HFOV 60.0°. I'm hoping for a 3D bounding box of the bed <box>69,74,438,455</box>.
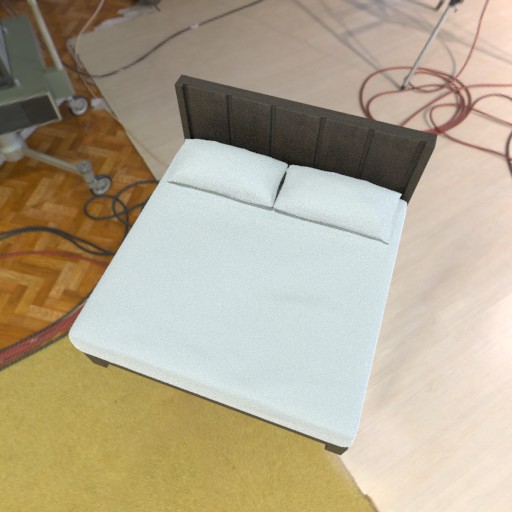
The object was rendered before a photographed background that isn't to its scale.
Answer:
[{"bbox_3d":[0.000,0.000,3.541,2.143,1.261,2.238,17,60,10],"label":"bed"}]
